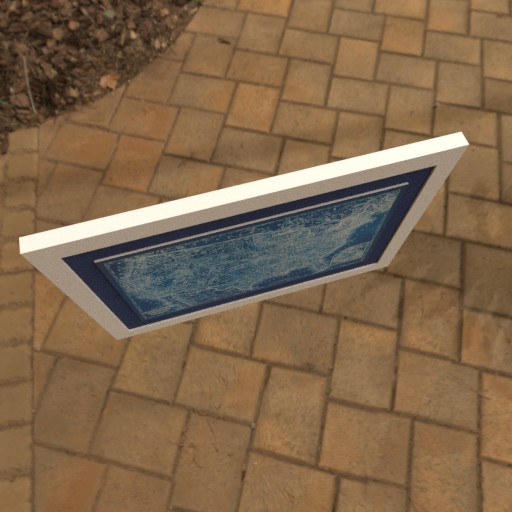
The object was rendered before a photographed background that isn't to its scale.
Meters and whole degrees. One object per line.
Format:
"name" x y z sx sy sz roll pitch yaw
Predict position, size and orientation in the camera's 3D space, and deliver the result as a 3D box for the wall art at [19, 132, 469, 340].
"wall art" 0.000 0.000 1.663 1.308 0.902 0.051 -15 66 -7
